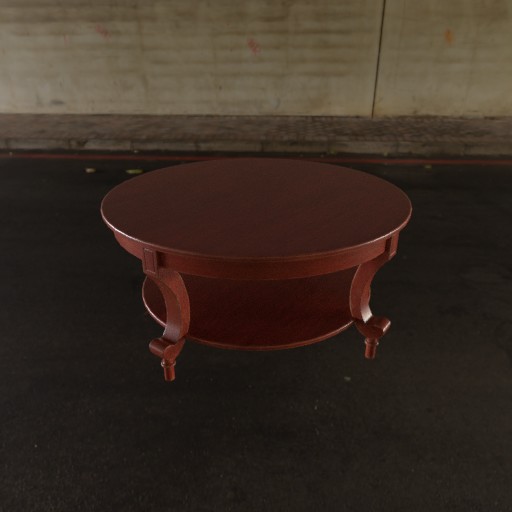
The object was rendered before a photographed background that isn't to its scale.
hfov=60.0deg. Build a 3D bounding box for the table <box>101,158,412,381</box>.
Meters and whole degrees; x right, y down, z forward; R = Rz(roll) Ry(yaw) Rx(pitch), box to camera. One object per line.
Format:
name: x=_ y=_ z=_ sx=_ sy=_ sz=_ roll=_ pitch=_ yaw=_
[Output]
table: x=0.000 y=0.000 z=1.635 sx=1.029 sy=0.486 sz=1.029 roll=0 pitch=26 yaw=0
